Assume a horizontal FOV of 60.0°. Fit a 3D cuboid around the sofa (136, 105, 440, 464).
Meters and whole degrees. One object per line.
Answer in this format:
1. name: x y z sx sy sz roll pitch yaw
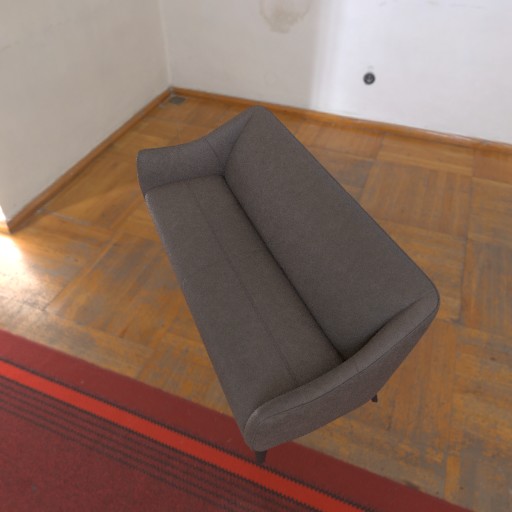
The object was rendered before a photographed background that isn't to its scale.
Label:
1. sofa: 0.000 0.000 2.424 0.869 0.831 1.928 -17 48 -16
